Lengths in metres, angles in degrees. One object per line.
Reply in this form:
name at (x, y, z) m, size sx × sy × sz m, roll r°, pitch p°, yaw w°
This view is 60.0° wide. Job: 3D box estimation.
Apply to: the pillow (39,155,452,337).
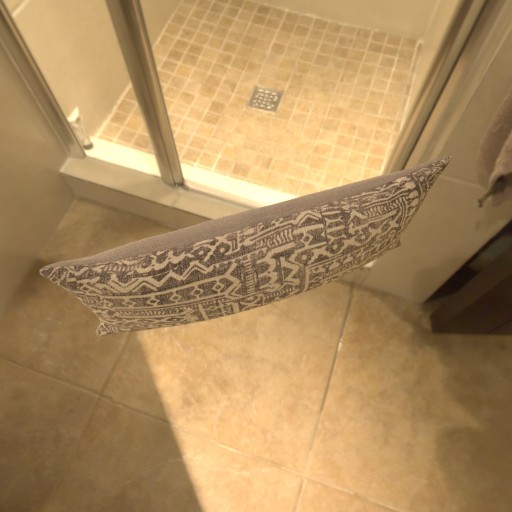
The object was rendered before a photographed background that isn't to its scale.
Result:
pillow at (0.000, 0.000, 0.749) m, size 0.631 × 0.290 × 0.148 m, roll -16°, pitch 65°, yaw -8°
